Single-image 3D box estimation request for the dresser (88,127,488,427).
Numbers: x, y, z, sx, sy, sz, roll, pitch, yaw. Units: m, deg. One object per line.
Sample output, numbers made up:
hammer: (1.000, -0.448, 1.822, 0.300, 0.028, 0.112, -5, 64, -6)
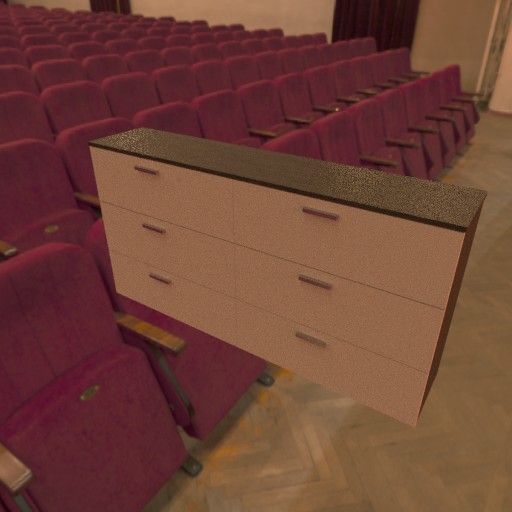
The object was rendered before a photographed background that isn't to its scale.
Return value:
dresser: (0.000, 0.000, 1.841, 1.535, 0.790, 0.333, 18, 34, 29)
